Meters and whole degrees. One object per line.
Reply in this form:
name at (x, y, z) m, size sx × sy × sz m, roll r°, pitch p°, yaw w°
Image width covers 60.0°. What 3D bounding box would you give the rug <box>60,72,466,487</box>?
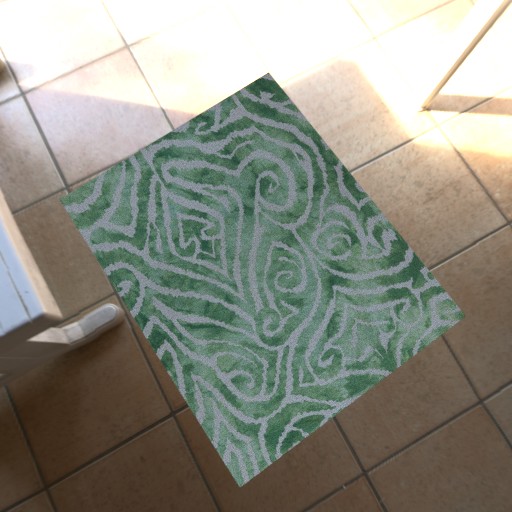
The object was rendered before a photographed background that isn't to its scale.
rug at (0.000, 0.000, 4.082) m, size 2.436 × 0.007 × 3.045 m, roll -34°, pitch 78°, yaw -8°
